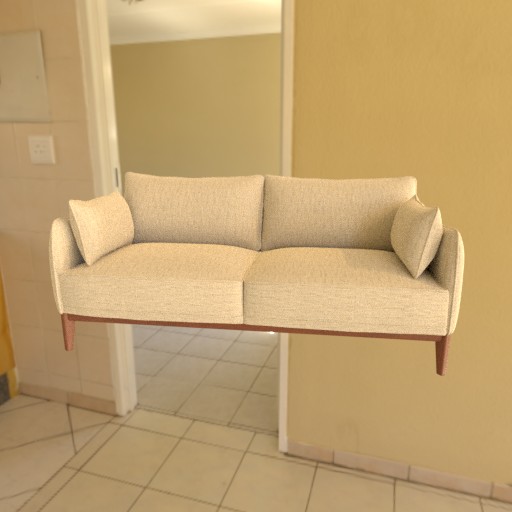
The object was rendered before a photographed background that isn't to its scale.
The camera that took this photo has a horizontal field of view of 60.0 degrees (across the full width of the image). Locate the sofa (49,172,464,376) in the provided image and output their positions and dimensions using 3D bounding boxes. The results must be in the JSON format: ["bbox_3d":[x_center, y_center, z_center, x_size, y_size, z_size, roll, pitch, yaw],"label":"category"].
[{"bbox_3d":[0.000,0.000,2.484,1.989,0.860,0.991,2,15,7],"label":"sofa"}]
